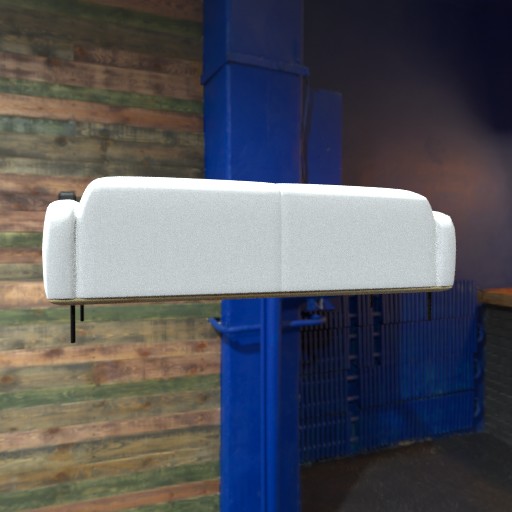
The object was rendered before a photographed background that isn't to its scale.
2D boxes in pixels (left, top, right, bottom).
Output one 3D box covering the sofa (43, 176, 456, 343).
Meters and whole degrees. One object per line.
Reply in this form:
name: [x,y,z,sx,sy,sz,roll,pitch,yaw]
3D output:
sofa: [0.000,0.000,2.640,2.280,0.780,0.870,0,1,-18]
